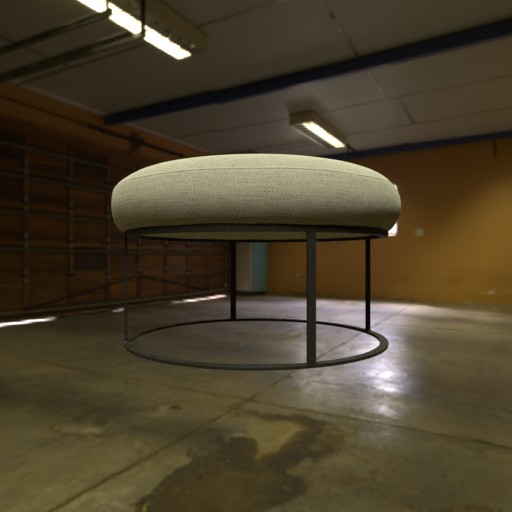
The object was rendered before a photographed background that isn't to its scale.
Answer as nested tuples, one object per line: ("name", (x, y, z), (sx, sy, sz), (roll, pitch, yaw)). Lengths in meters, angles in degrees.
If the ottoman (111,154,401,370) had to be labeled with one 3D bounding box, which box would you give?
("ottoman", (0.000, 0.000, 1.237), (0.769, 0.459, 0.769), (0, 0, 0))
